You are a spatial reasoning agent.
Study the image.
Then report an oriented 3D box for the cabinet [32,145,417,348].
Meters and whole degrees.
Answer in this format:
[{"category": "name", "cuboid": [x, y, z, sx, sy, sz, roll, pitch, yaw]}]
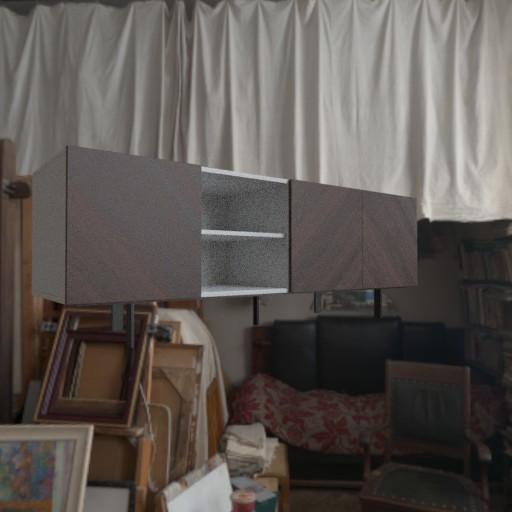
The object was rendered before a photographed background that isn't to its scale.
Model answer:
[{"category": "cabinet", "cuboid": [0.000, 0.000, 1.720, 1.499, 0.533, 0.431, 1, -1, -37]}]
